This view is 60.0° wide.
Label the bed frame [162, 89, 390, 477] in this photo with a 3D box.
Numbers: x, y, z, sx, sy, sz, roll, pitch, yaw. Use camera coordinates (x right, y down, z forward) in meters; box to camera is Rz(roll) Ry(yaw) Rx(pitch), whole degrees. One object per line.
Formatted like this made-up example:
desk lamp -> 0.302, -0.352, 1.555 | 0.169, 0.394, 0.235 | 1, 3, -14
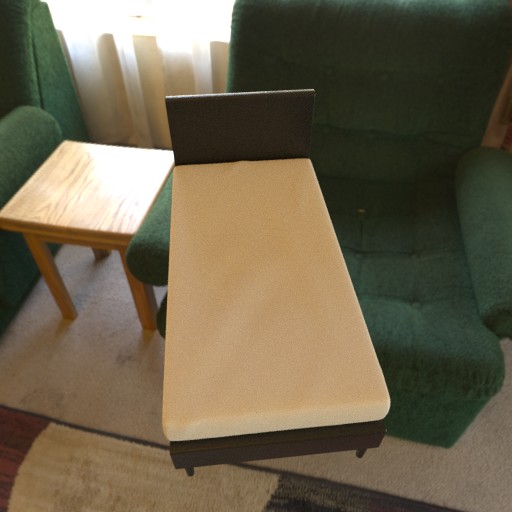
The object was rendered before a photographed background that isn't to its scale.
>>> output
bed frame -> 0.000, 0.000, 2.509 | 1.038, 1.046, 2.152 | -4, 46, -4
